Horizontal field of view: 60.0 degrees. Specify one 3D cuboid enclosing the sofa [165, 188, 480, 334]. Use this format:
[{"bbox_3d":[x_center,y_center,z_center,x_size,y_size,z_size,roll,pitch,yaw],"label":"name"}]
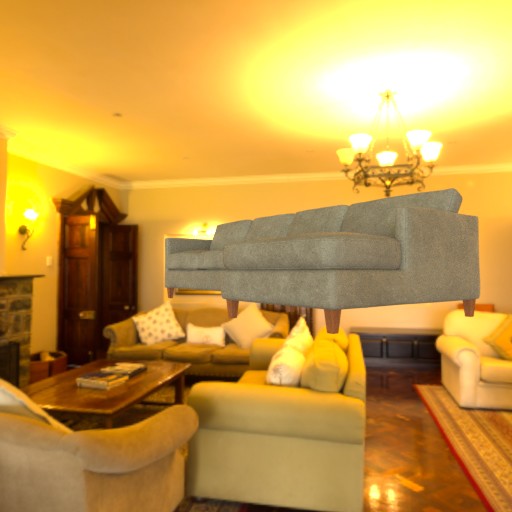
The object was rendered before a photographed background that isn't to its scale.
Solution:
[{"bbox_3d":[0.000,0.000,4.161,1.604,0.950,3.471,1,-2,-37],"label":"sofa"}]
